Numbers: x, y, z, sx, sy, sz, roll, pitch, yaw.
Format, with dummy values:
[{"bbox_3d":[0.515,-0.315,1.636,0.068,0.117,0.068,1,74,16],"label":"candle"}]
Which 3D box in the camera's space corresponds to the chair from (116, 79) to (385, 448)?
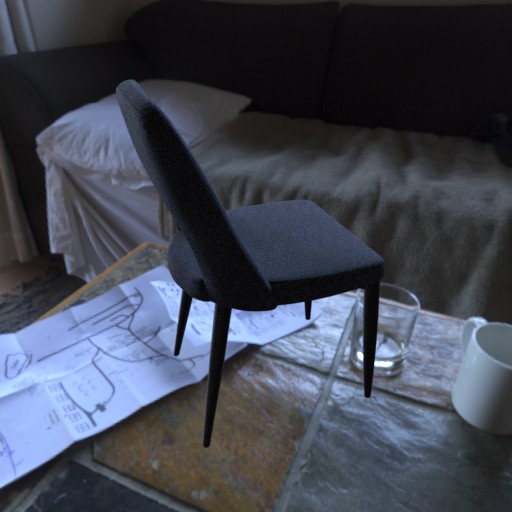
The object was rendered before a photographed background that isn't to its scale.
[{"bbox_3d":[0.000,0.000,1.237,0.612,0.931,0.470,-11,32,-18],"label":"chair"}]
